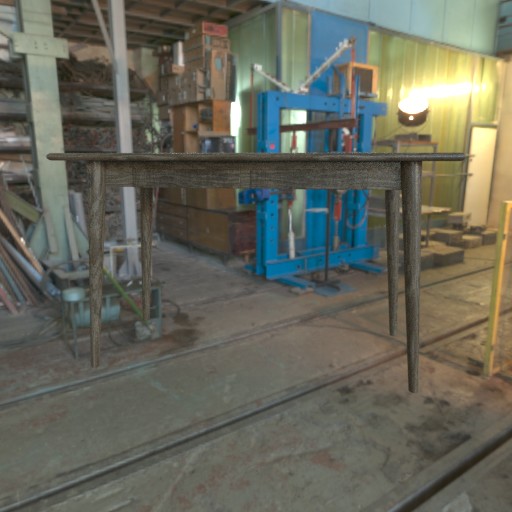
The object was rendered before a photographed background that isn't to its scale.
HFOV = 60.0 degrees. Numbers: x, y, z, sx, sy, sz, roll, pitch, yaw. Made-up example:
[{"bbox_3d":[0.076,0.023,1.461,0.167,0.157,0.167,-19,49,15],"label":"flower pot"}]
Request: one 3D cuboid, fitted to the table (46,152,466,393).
[{"bbox_3d":[0.000,0.000,1.728,1.300,0.780,0.599,2,13,9],"label":"table"}]
